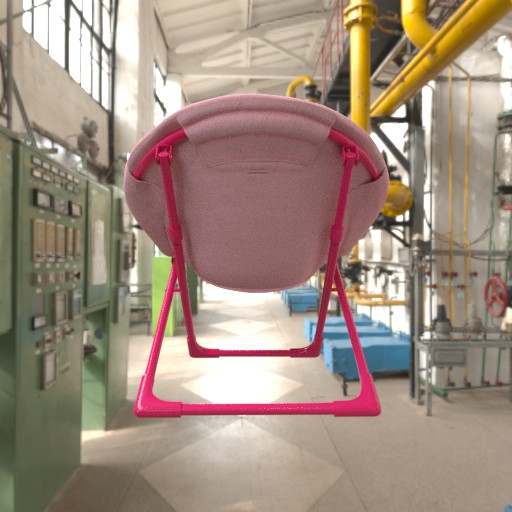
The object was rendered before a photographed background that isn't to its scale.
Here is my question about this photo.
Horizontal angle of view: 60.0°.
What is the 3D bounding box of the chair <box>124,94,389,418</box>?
[{"bbox_3d":[0.000,0.000,0.897,0.522,0.494,0.459,0,0,-1],"label":"chair"}]
